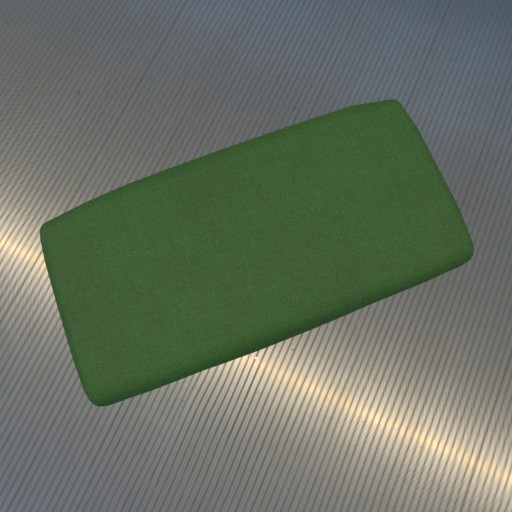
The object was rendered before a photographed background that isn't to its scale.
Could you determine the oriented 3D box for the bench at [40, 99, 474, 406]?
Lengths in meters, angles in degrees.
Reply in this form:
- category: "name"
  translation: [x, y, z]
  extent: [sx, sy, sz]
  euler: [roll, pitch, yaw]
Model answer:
- category: "bench"
  translation: [0.000, 0.000, 1.288]
  extent: [0.989, 0.501, 0.505]
  euler: [-21, 78, -5]
